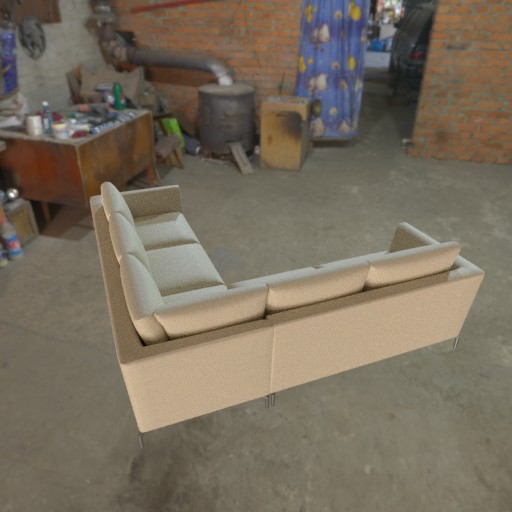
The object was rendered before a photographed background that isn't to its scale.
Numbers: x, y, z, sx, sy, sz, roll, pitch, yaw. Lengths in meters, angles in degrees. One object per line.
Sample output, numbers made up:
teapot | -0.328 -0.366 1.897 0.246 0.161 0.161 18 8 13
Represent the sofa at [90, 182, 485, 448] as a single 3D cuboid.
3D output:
sofa | 0.000 0.000 3.714 2.430 0.867 2.448 -11 31 -19
